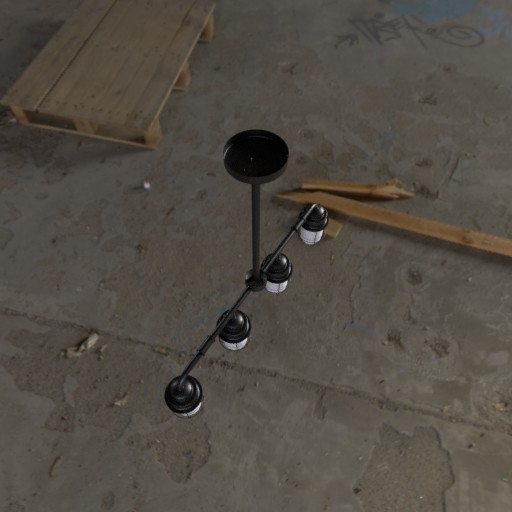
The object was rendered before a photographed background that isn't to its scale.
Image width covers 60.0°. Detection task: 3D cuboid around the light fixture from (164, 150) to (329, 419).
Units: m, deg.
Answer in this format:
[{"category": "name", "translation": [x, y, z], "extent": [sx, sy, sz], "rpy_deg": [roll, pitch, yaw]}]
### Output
[{"category": "light fixture", "translation": [0.000, 0.000, 1.215], "extent": [0.131, 0.785, 0.852], "rpy_deg": [30, 63, 17]}]
